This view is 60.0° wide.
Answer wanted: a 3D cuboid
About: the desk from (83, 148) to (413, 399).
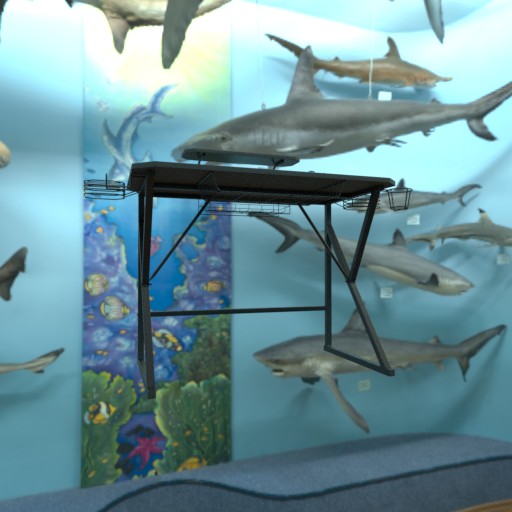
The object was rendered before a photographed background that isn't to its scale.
[{"bbox_3d":[0.000,0.000,1.758,1.290,0.880,0.580,0,-1,-18],"label":"desk"}]
